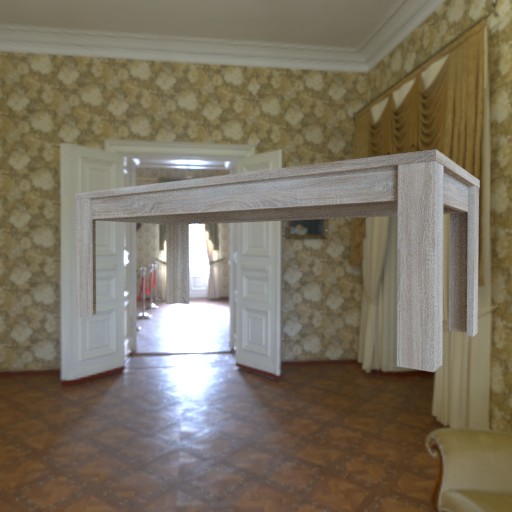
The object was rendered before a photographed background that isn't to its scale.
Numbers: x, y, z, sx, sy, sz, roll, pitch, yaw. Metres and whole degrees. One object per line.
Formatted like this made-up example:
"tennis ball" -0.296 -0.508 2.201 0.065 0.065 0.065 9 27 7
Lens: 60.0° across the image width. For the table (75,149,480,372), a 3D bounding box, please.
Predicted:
"table" 0.000 0.000 2.572 2.200 0.790 0.900 1 1 35
